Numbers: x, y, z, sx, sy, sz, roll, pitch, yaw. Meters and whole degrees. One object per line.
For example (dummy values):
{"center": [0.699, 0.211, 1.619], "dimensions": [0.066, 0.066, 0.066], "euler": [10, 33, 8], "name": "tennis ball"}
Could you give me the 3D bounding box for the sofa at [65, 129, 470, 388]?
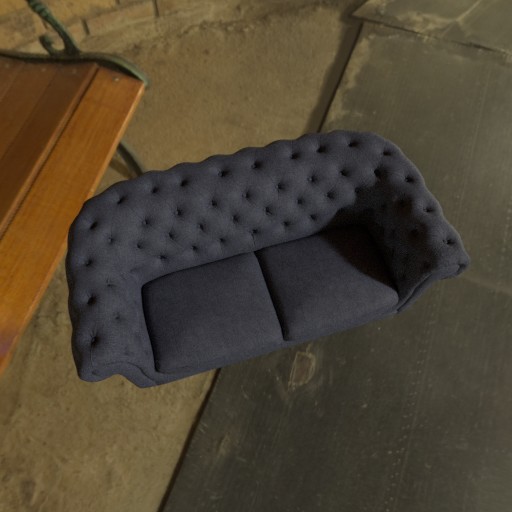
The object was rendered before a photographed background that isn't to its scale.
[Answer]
{"center": [0.000, 0.000, 2.582], "dimensions": [1.988, 0.833, 1.082], "euler": [-15, 65, -7], "name": "sofa"}
